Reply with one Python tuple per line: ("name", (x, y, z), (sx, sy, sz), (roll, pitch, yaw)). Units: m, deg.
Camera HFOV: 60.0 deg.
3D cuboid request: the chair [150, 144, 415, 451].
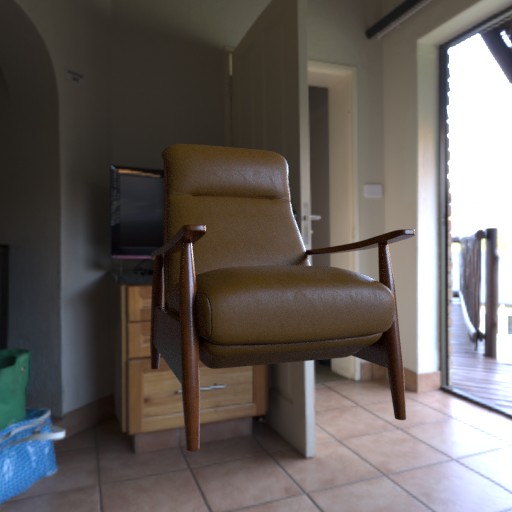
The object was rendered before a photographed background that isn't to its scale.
("chair", (0.000, 0.000, 1.801), (0.762, 1.082, 1.014), (0, 0, -19))
